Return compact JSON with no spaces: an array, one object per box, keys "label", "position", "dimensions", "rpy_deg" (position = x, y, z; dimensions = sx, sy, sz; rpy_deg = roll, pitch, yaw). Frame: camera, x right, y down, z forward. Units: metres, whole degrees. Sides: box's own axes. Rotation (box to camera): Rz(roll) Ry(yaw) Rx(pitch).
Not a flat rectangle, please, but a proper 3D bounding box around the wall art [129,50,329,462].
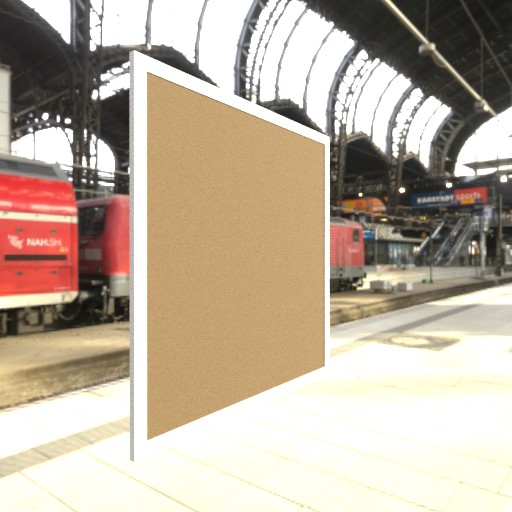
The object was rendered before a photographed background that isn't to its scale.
[{"label":"wall art","position":[0.000,0.000,1.201],"dimensions":[0.015,0.812,0.812],"rpy_deg":[0,0,37]}]
